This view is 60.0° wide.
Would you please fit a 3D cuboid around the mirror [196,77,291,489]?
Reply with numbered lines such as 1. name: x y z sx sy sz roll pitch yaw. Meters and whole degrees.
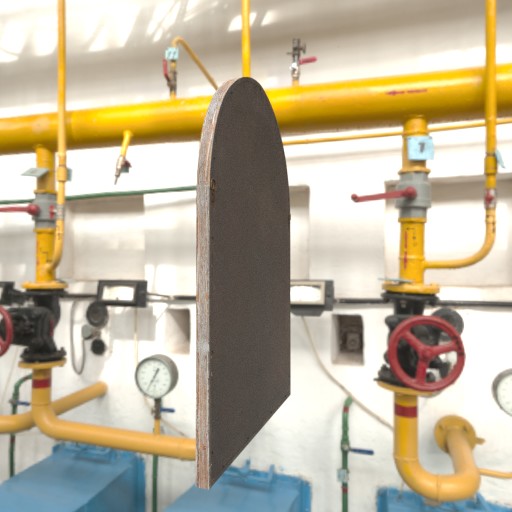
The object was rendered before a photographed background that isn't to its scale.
1. mirror: 0.000 0.000 1.187 0.032 0.920 0.660 0 -1 18
